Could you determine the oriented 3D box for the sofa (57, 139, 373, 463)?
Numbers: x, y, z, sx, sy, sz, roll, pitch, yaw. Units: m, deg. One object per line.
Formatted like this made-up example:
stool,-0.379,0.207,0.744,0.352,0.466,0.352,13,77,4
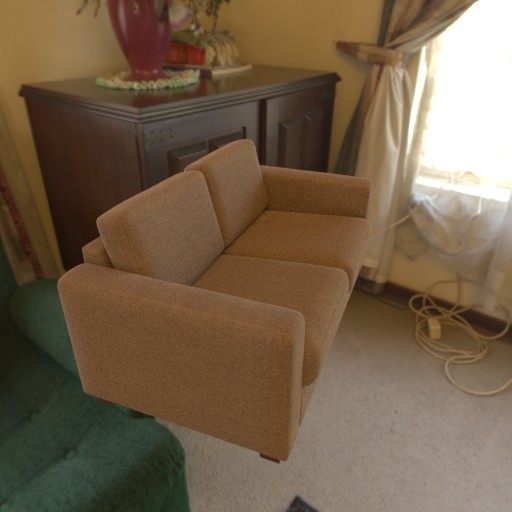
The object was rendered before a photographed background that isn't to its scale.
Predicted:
sofa,0.000,0.000,2.068,0.900,0.800,1.520,11,30,19
